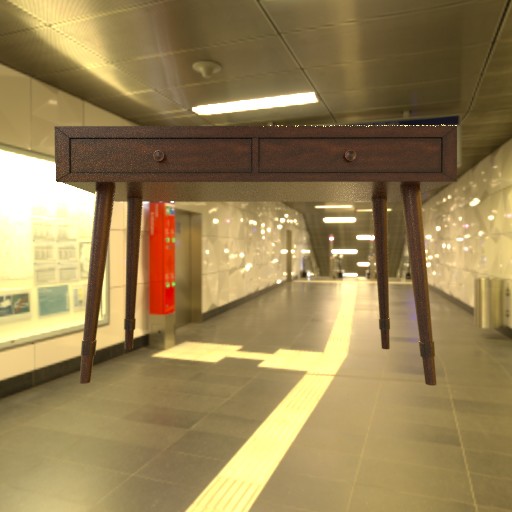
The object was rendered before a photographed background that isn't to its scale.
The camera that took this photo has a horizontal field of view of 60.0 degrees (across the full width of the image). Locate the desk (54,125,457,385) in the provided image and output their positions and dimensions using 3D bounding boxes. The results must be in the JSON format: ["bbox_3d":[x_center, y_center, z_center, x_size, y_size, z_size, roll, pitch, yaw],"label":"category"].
[{"bbox_3d":[0.000,0.000,2.108,1.577,1.031,0.734,0,1,0],"label":"desk"}]
